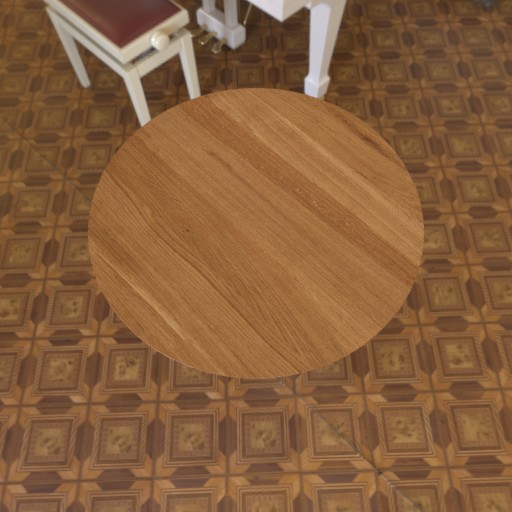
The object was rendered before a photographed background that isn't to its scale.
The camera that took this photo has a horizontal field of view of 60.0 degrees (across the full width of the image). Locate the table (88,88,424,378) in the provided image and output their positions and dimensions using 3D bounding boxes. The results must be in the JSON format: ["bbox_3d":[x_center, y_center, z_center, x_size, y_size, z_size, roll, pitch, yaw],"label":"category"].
[{"bbox_3d":[0.000,0.000,1.685,1.038,0.666,1.038,0,64,0],"label":"table"}]
